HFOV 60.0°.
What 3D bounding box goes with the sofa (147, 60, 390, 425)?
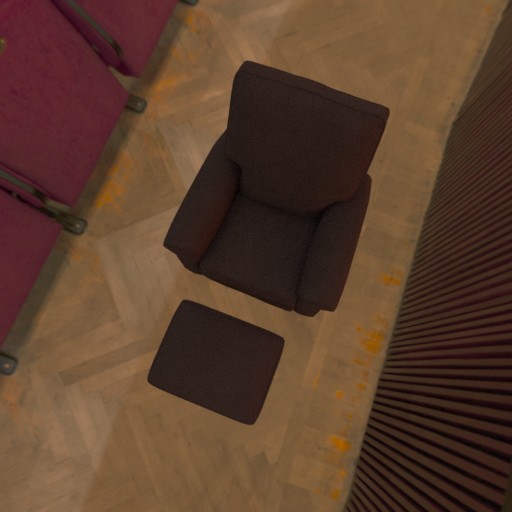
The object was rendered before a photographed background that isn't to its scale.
[{"bbox_3d":[0.000,0.000,2.105,0.880,0.959,1.478,21,77,5],"label":"sofa"}]
